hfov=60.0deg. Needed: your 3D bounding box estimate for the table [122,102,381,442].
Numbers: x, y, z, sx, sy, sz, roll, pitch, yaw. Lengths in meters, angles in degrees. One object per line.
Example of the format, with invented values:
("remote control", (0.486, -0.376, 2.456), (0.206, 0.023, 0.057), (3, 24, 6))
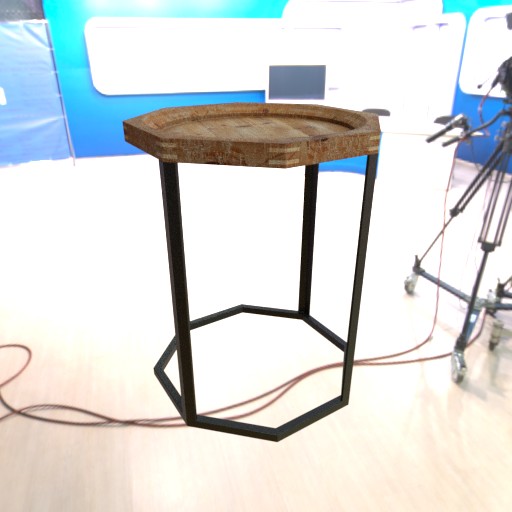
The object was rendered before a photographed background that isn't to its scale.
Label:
("table", (0.000, 0.000, 0.900), (0.458, 0.543, 0.458), (17, 30, 31))
